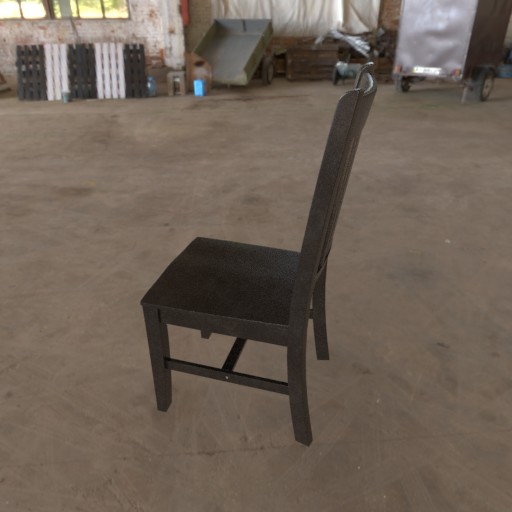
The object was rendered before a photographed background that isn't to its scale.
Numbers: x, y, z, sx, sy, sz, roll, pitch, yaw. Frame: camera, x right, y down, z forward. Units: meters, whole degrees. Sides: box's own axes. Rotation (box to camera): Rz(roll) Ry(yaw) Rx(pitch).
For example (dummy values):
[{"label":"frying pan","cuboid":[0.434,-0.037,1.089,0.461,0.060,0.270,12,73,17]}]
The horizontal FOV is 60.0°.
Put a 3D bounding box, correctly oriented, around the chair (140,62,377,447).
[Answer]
[{"label":"chair","cuboid":[0.000,0.000,1.275,0.555,0.998,0.450,8,31,14]}]
